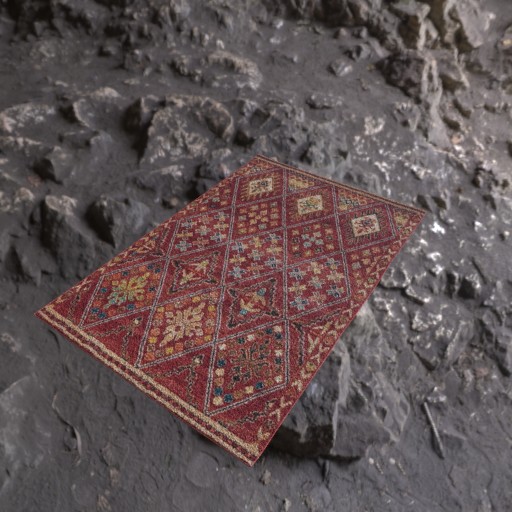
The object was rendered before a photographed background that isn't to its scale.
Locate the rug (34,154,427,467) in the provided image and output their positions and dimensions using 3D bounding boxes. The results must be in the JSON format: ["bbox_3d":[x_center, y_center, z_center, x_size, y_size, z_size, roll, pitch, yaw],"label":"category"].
[{"bbox_3d":[0.000,0.000,2.910,1.521,0.026,2.286,24,47,25],"label":"rug"}]
